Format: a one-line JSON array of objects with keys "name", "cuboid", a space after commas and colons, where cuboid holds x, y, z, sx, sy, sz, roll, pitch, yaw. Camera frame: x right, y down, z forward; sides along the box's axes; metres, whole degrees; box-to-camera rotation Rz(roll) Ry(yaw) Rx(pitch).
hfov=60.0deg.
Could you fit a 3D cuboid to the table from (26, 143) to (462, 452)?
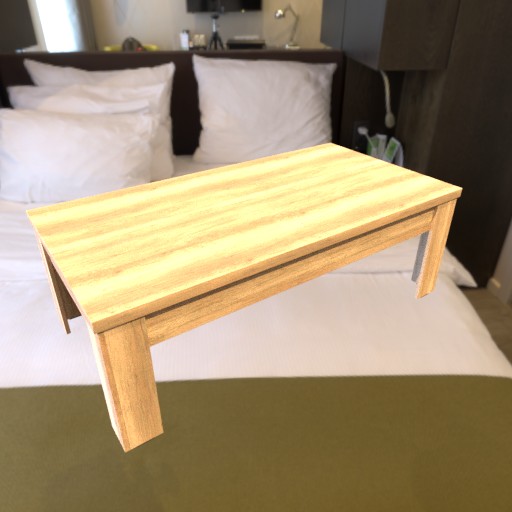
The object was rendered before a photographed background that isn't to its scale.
[{"name": "table", "cuboid": [0.000, 0.000, 1.652, 1.350, 0.460, 0.700, -19, 36, -29]}]
